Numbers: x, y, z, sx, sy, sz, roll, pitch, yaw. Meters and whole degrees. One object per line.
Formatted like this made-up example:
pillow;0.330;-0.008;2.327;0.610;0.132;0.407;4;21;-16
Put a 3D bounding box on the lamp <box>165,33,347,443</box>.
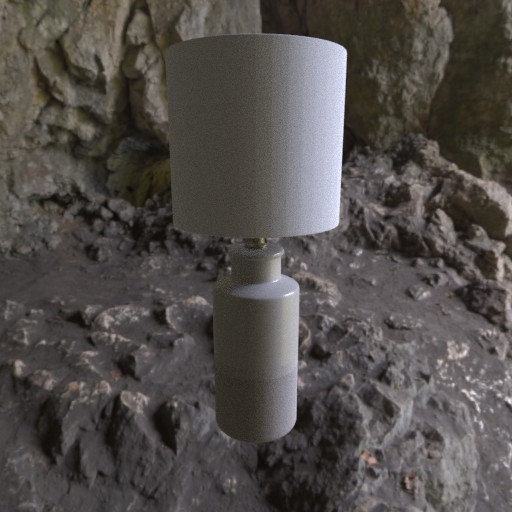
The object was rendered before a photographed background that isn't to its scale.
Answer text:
lamp;0.000;0.000;0.587;0.212;0.493;0.212;-14;20;-43
